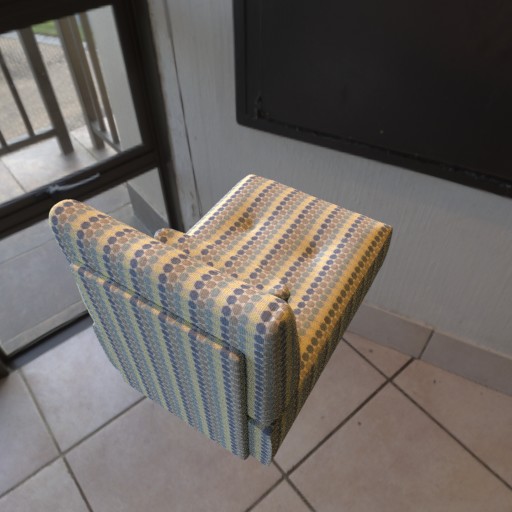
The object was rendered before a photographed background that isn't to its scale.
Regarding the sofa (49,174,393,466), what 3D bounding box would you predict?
[{"bbox_3d":[0.000,0.000,1.546,0.700,0.820,1.000,25,52,21],"label":"sofa"}]
